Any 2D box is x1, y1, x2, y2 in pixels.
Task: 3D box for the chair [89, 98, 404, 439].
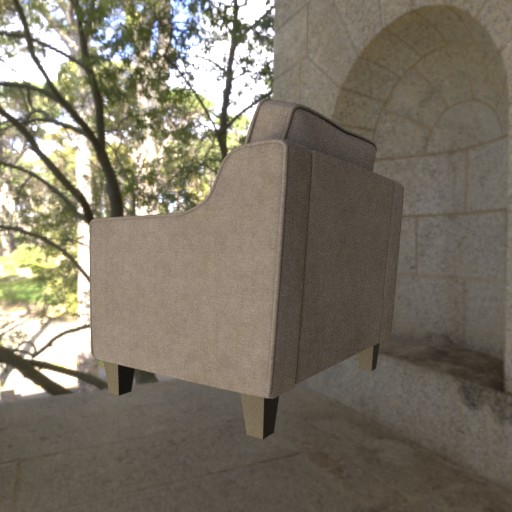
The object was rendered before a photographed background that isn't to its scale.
[{"bbox_3d":[0.000,0.000,1.679,0.840,0.944,0.926,1,1,35],"label":"chair"}]
